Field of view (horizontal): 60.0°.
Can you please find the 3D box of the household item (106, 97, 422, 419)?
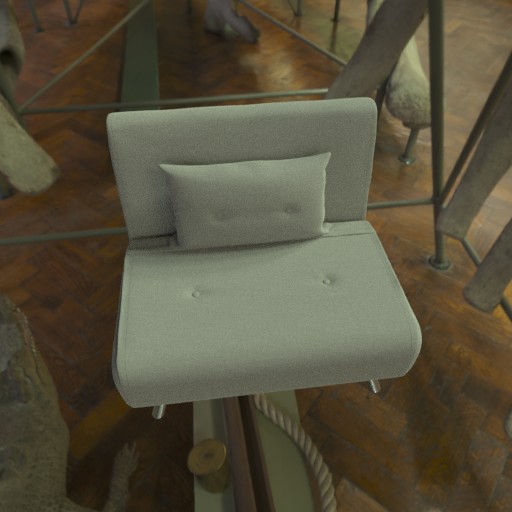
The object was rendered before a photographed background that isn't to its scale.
[{"bbox_3d":[0.000,0.000,1.636,1.000,0.800,0.874,-5,47,-5],"label":"household item"}]
